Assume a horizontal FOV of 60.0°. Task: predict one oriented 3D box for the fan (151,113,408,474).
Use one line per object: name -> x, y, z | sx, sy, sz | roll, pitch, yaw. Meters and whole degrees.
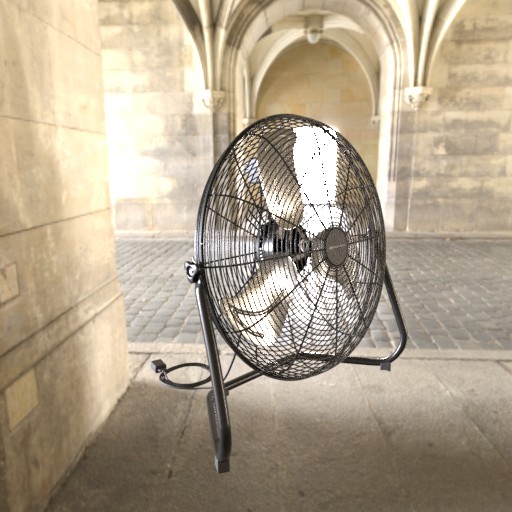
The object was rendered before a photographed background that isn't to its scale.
fan -> 0.000, 0.000, 1.012 | 0.595, 0.605, 0.470 | -11, 16, -43
